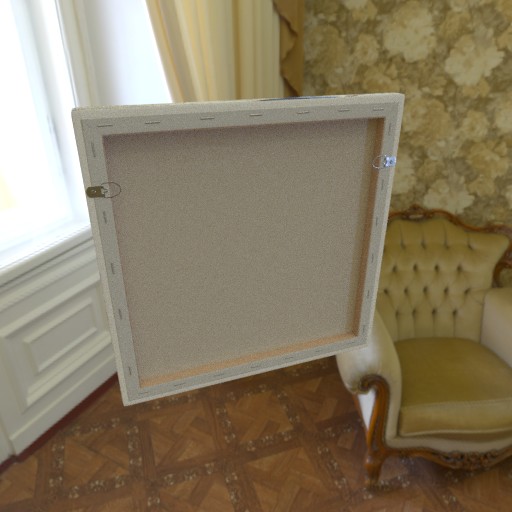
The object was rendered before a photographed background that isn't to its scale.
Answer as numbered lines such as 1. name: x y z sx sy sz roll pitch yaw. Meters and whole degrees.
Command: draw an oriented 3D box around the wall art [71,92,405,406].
1. wall art: 0.000 0.000 1.366 0.912 0.914 0.039 -9 28 -18
